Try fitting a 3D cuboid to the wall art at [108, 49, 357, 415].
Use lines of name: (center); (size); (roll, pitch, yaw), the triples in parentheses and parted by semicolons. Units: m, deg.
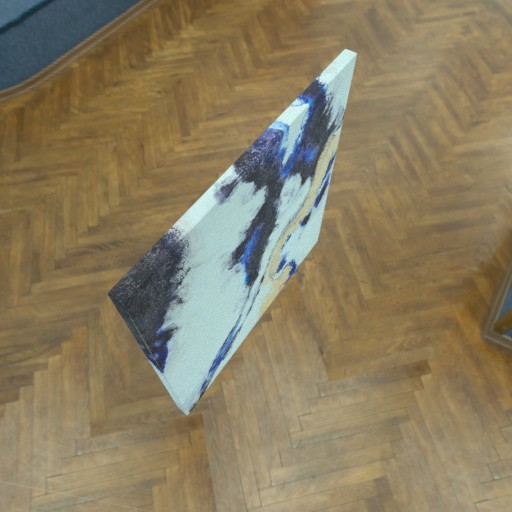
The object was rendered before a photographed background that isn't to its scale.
wall art: (0.000, 0.000, 1.355); (0.038, 0.885, 0.887); (30, 63, 18)
